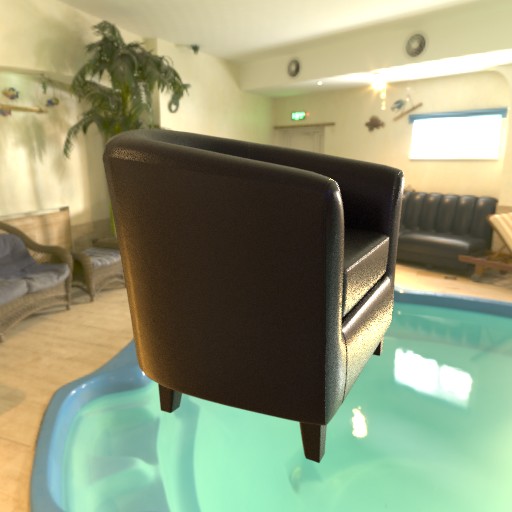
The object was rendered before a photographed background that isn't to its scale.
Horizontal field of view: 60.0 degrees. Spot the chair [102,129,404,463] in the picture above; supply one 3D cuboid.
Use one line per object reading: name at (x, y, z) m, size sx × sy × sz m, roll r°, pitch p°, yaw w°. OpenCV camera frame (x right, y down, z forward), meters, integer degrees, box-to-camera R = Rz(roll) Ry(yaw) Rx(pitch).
chair at (0.000, 0.000, 1.346) m, size 0.727 × 0.756 × 0.793 m, roll 7°, pitch 14°, yaw 27°
